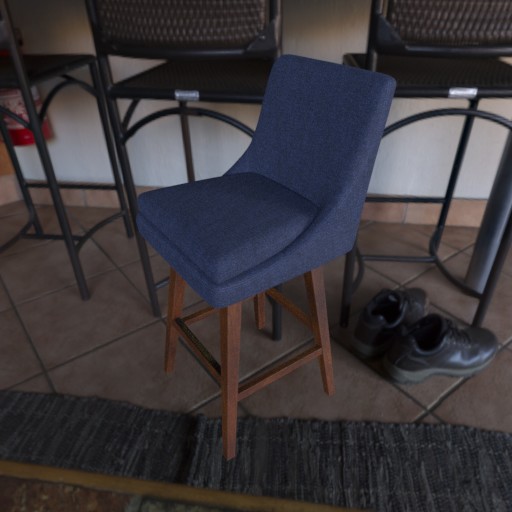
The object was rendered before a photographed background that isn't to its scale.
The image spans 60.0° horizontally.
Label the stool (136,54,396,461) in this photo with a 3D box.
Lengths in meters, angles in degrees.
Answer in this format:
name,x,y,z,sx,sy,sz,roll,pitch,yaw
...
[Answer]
name,x,y,z,sx,sy,sz,roll,pitch,yaw
stool,0.000,0.000,1.376,0.572,1.068,0.489,-21,39,-29
